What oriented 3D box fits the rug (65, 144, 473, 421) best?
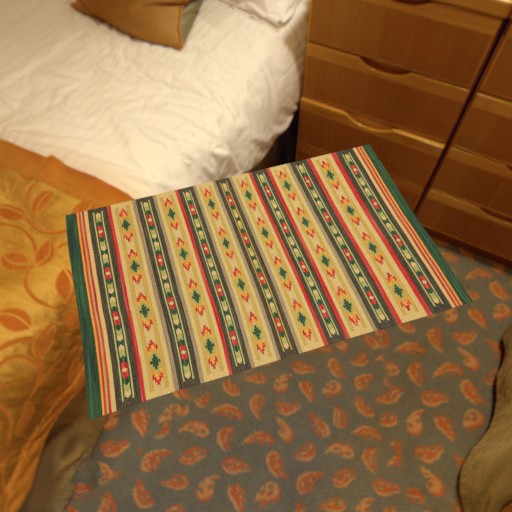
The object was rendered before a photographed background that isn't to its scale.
[{"bbox_3d":[0.000,0.000,3.047,2.447,0.011,1.520,-15,58,-10],"label":"rug"}]
